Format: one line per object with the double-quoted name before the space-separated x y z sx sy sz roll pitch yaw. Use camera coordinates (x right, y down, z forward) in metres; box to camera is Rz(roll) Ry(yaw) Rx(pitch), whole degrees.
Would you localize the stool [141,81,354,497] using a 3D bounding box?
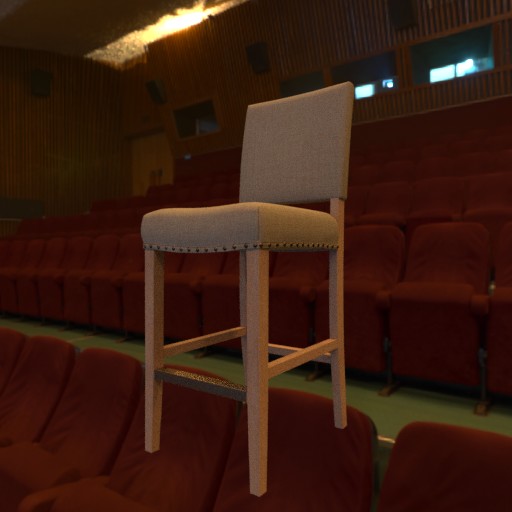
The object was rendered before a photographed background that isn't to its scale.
"stool" 0.000 0.000 1.432 0.445 1.173 0.585 1 1 36
